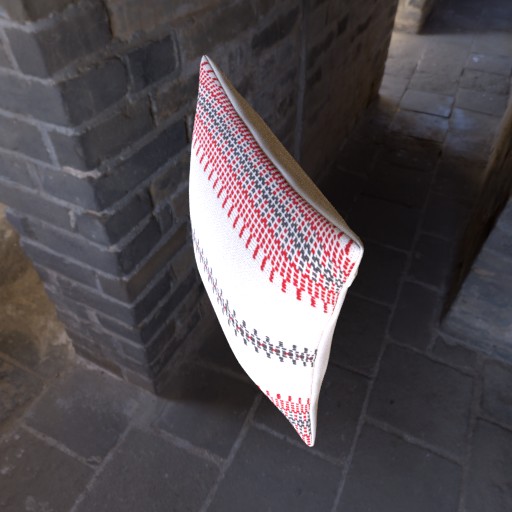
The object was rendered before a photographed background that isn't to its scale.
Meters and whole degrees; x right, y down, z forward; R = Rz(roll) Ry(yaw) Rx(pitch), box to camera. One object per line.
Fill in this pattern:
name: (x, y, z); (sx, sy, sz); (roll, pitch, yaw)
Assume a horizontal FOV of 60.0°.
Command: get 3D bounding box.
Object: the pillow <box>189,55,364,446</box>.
pillow: (0.000, 0.000, 0.698); (0.160, 0.454, 0.463); (-16, 48, -15)
